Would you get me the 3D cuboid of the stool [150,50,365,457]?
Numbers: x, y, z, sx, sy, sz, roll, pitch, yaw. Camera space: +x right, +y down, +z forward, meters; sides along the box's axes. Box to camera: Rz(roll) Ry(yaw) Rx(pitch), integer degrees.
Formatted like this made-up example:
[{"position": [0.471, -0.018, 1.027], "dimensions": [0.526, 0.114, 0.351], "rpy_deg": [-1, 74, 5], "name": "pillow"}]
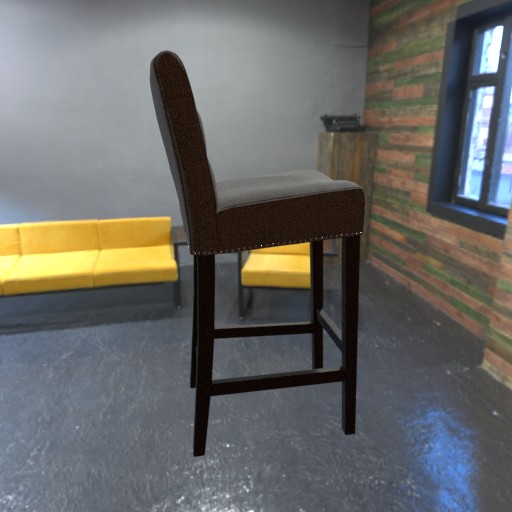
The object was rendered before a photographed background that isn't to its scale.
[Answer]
[{"position": [0.000, 0.000, 1.306], "dimensions": [0.548, 1.047, 0.411], "rpy_deg": [-3, 17, -10], "name": "stool"}]
